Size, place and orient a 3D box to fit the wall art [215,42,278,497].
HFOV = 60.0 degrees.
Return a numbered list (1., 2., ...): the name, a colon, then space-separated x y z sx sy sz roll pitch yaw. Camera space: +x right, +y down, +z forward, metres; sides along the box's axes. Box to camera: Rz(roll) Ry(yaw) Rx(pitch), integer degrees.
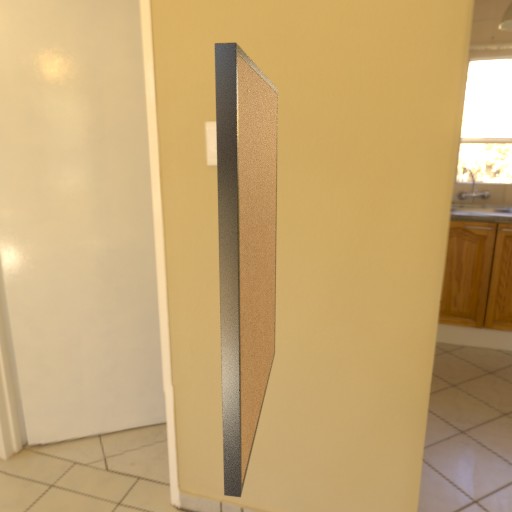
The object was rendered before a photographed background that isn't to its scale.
1. wall art: 0.000 0.000 1.359 0.043 1.046 0.788 2 15 8
